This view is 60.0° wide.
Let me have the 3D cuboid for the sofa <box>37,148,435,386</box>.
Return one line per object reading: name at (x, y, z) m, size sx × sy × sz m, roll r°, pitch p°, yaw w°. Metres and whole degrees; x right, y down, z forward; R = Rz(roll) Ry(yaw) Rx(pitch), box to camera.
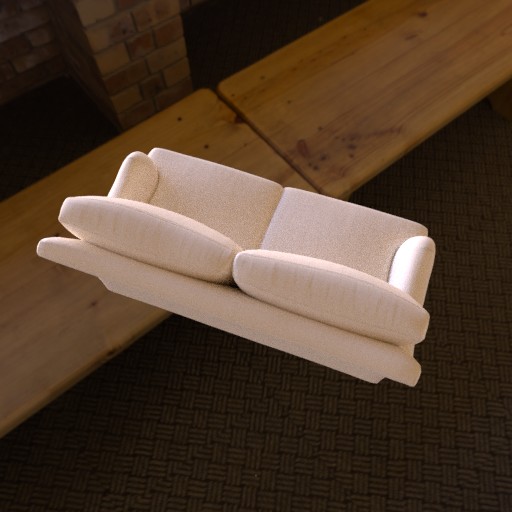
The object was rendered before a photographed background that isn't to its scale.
sofa at (0.000, 0.000, 2.527) m, size 1.853 × 1.101 × 1.084 m, roll 18°, pitch 65°, yaw 9°
